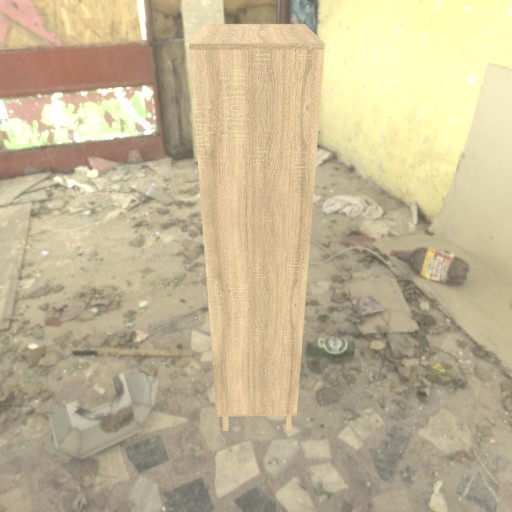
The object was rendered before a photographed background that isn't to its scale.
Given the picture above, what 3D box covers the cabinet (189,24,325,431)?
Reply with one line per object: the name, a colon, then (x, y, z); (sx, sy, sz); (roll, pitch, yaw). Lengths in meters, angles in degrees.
cabinet: (0.000, 0.000, 2.042); (0.400, 1.850, 0.570); (0, 33, -1)
